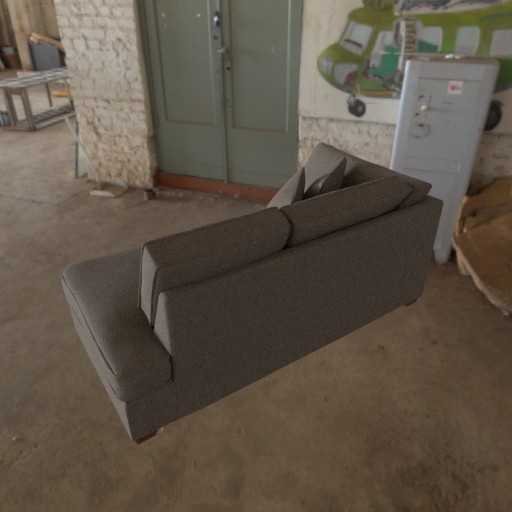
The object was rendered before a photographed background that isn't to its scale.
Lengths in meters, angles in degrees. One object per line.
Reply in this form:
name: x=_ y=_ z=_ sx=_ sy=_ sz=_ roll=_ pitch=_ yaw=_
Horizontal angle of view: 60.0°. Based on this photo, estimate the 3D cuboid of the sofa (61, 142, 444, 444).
sofa: x=0.000 y=0.000 z=2.866 sx=2.237 sy=1.033 sz=1.110 roll=-19 pitch=35 yaw=-29
